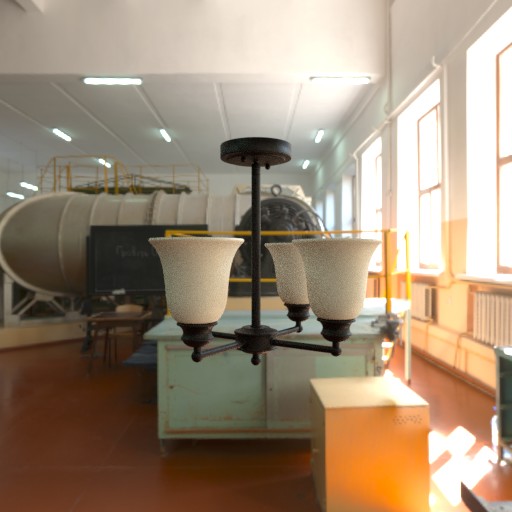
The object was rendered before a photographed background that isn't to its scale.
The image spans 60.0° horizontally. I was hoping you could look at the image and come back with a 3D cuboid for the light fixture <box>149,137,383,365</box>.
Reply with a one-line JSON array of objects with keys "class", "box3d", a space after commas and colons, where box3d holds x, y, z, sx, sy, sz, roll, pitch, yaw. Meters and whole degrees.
[{"class": "light fixture", "box3d": [0.000, 0.000, 1.873, 1.069, 0.925, 1.069, 0, 0, 35]}]
